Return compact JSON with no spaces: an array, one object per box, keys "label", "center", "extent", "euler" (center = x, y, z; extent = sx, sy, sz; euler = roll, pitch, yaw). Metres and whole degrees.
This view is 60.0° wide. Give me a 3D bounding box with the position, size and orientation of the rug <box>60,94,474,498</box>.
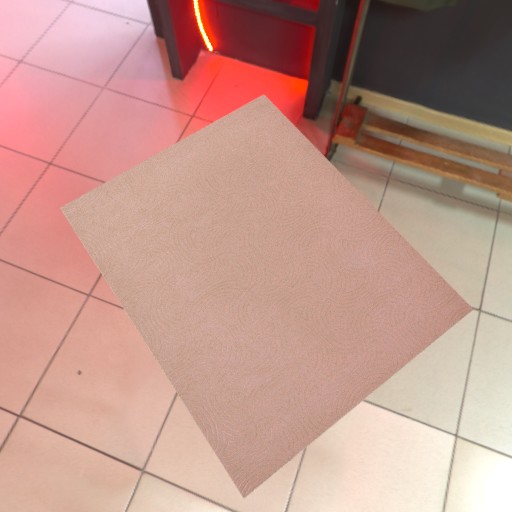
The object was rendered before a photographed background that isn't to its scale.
[{"label":"rug","center":[0.000,0.000,3.432],"extent":[2.073,0.011,2.584],"euler":[-34,70,-14]}]
